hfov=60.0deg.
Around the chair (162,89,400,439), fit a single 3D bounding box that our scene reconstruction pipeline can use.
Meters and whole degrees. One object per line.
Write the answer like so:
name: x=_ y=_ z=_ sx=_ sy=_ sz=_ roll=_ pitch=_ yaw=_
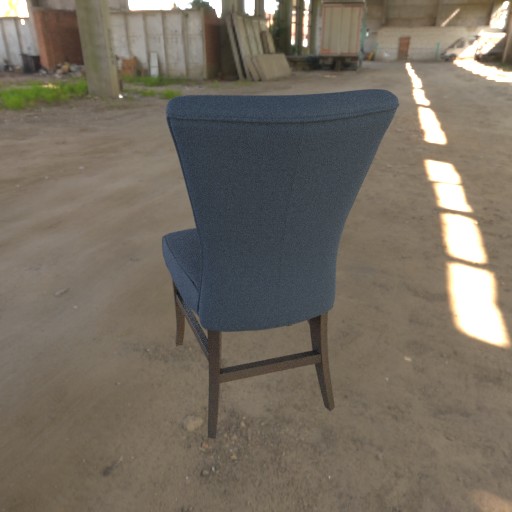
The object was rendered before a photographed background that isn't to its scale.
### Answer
chair: x=0.000 y=0.000 z=1.355 sx=0.520 sy=0.991 sz=0.660 roll=-8 pitch=27 yaw=-15
